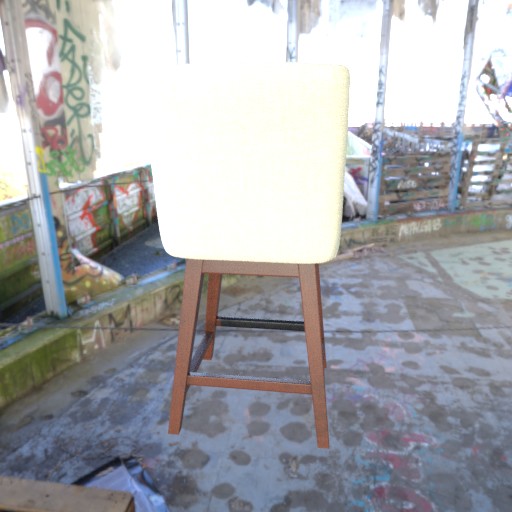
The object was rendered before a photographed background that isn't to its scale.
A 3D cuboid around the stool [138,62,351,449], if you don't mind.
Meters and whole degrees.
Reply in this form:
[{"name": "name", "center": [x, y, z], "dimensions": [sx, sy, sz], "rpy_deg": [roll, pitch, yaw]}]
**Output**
[{"name": "stool", "center": [0.000, 0.000, 1.297], "dimensions": [0.469, 0.991, 0.559], "rpy_deg": [2, 18, 7]}]
